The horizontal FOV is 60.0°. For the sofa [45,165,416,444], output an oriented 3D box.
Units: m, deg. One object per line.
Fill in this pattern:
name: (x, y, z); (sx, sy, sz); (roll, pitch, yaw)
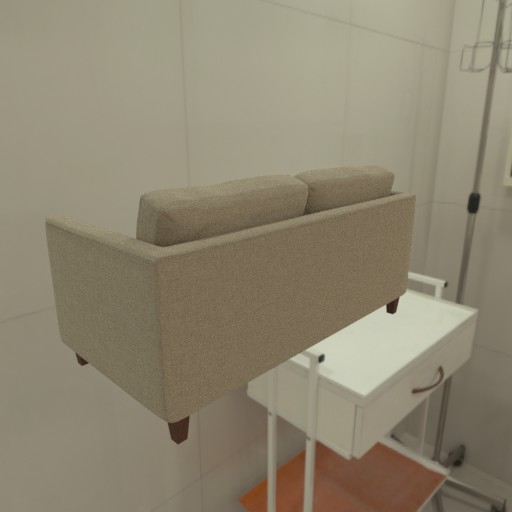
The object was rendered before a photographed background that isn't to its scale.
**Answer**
sofa: (0.000, 0.000, 2.435); (0.951, 0.947, 1.884); (16, 23, 42)
